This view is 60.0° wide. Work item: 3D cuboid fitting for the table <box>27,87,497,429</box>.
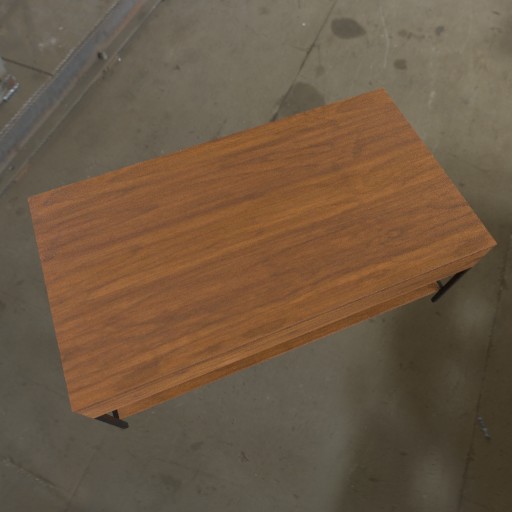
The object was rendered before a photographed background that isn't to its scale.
[{"bbox_3d":[0.000,0.000,1.313,1.057,0.414,0.574,-20,65,-10],"label":"table"}]
